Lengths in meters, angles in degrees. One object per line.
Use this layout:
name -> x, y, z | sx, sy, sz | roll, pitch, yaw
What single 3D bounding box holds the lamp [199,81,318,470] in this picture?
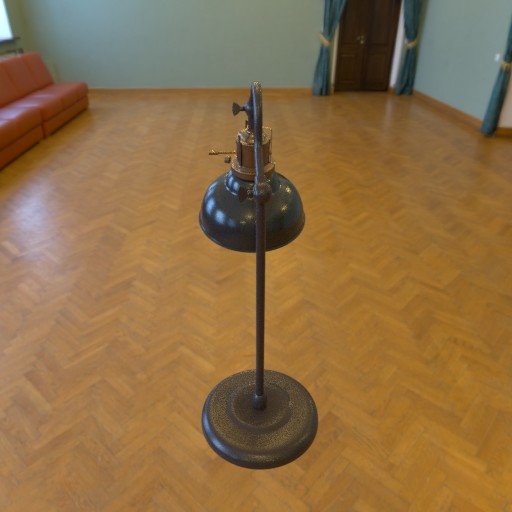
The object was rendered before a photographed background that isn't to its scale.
lamp -> 0.000, 0.000, 0.685 | 0.192, 0.508, 0.374 | -2, 30, -3
